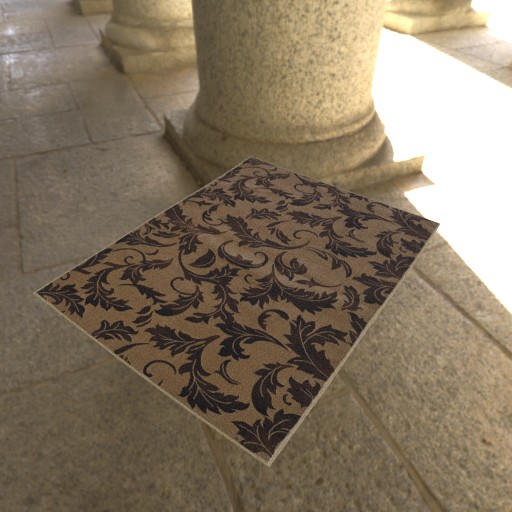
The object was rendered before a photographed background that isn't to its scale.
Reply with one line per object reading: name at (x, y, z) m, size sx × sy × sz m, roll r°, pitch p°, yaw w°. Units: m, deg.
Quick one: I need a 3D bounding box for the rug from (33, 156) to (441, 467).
rug at (0.000, 0.000, 3.993) m, size 2.380 × 0.008 × 2.977 m, roll 25°, pitch 46°, yaw 27°
